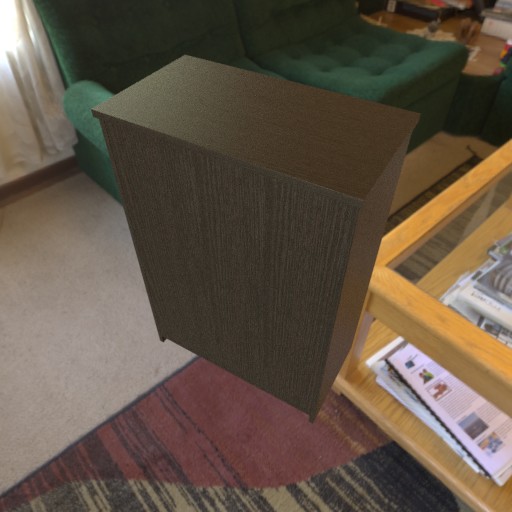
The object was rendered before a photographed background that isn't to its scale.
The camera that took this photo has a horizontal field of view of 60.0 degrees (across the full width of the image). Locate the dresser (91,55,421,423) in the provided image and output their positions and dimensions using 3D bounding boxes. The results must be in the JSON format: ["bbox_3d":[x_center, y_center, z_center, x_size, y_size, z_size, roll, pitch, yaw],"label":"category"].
[{"bbox_3d":[0.000,0.000,1.447,0.704,1.020,0.399,23,50,21],"label":"dresser"}]
